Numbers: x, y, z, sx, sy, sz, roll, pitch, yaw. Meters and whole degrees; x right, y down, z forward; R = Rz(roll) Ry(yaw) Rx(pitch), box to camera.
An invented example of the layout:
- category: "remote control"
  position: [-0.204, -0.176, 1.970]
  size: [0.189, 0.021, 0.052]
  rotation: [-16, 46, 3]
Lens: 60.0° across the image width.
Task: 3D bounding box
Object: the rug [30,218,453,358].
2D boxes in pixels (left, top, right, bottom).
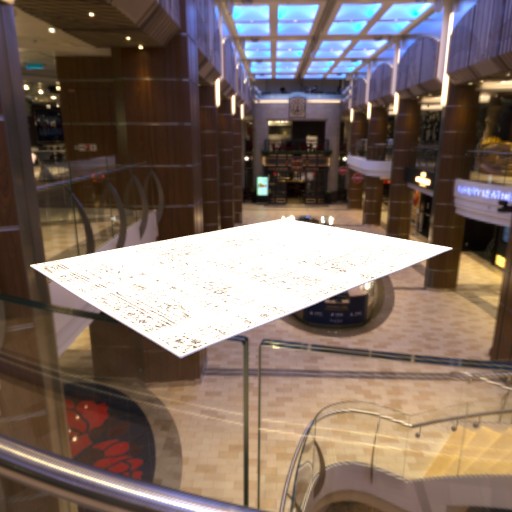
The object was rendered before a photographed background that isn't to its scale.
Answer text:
- category: "rug"
  position: [0.000, 0.000, 3.077]
  size: [2.438, 0.026, 1.706]
  rotation: [-14, 21, -42]
